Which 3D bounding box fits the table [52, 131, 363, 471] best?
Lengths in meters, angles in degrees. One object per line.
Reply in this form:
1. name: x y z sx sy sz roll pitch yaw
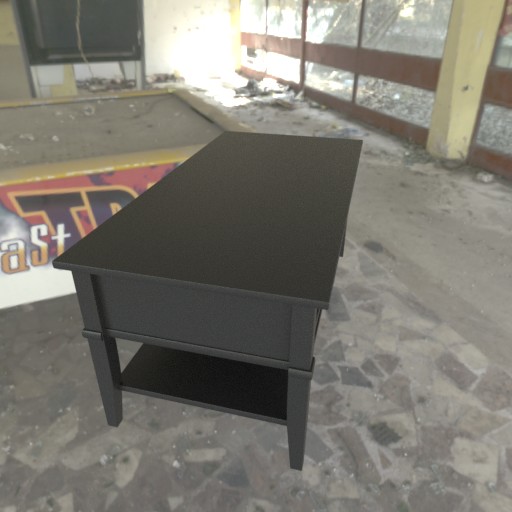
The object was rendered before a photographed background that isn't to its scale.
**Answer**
1. table: 0.000 0.000 1.333 0.523 0.470 1.044 7 30 13
